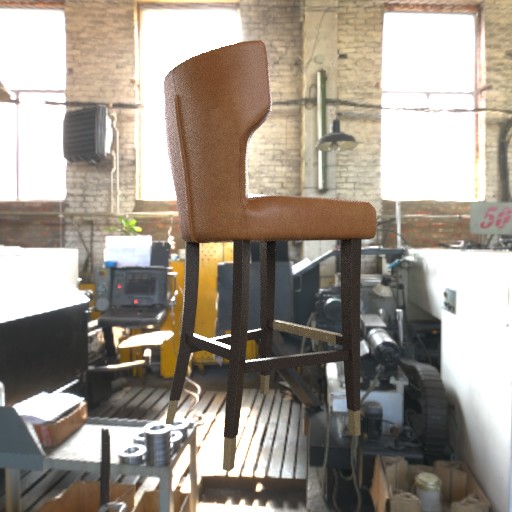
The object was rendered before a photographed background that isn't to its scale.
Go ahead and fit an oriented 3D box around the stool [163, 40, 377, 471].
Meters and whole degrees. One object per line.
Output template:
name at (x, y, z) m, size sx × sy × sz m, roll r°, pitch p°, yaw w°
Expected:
stool at (0.000, 0.000, 1.408) m, size 0.563 × 1.092 × 0.526 m, roll -1°, pitch 2°, yaw -36°
